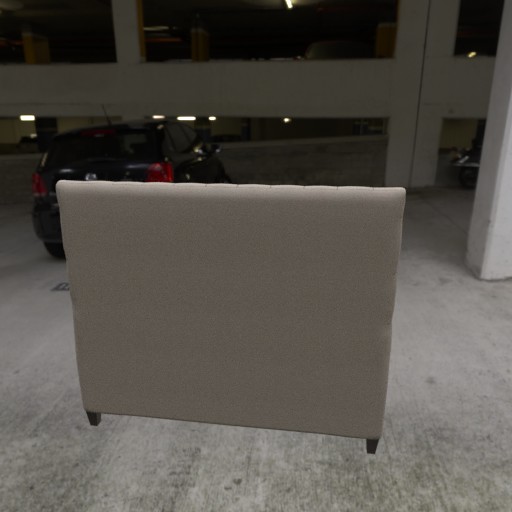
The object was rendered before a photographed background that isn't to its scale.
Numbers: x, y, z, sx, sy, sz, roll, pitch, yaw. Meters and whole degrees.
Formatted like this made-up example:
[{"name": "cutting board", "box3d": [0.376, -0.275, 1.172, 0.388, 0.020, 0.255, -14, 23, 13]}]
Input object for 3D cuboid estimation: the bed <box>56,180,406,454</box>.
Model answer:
[{"name": "bed", "box3d": [0.000, 0.000, 3.375, 1.698, 1.427, 2.387, 3, 18, 8]}]
